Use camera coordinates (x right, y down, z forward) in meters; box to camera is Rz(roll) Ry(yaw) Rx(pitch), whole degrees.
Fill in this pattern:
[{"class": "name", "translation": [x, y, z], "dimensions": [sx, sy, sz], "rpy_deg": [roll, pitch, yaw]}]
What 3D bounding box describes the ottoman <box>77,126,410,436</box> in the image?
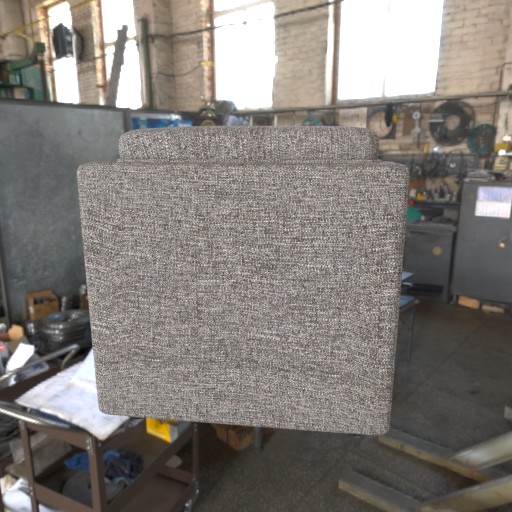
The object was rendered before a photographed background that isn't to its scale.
[{"class": "ottoman", "translation": [0.000, 0.000, 0.830], "dimensions": [0.450, 0.460, 0.450], "rpy_deg": [2, 14, 7]}]
